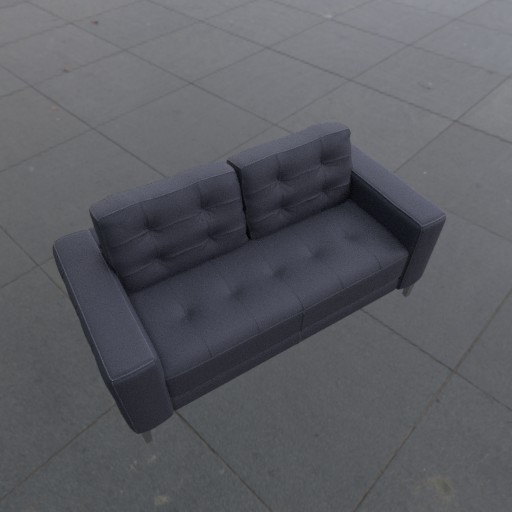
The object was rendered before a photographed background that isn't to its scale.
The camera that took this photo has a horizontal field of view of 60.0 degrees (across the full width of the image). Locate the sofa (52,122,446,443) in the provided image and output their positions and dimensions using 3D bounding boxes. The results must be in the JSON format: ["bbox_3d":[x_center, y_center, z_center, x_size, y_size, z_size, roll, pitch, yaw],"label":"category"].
[{"bbox_3d":[0.000,0.000,2.213,1.726,0.893,0.833,-24,52,-21],"label":"sofa"}]
